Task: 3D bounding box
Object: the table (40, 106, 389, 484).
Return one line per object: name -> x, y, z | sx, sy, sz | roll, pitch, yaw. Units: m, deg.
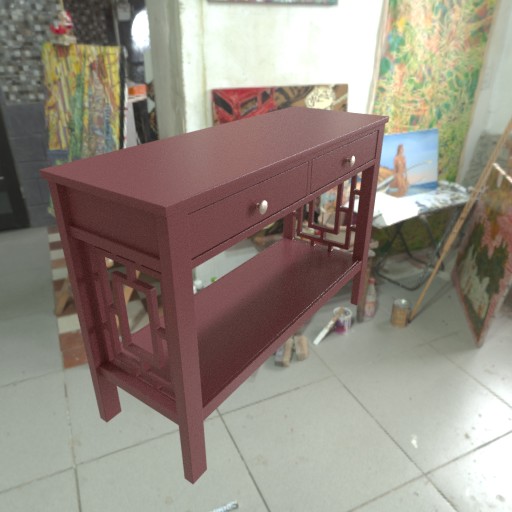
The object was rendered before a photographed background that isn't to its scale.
table -> 0.000, 0.000, 1.420 | 0.397, 0.753, 1.068 | 18, 32, 31
